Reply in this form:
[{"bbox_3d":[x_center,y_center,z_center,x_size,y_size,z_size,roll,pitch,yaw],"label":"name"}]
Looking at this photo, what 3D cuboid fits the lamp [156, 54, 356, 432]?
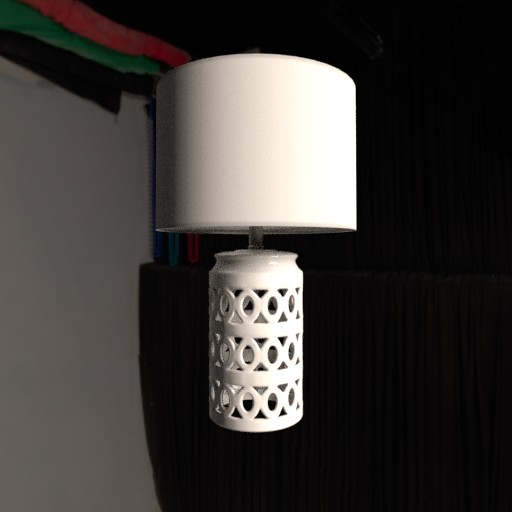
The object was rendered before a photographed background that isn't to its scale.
[{"bbox_3d":[0.000,0.000,0.701,0.310,0.502,0.310,0,1,0],"label":"lamp"}]
